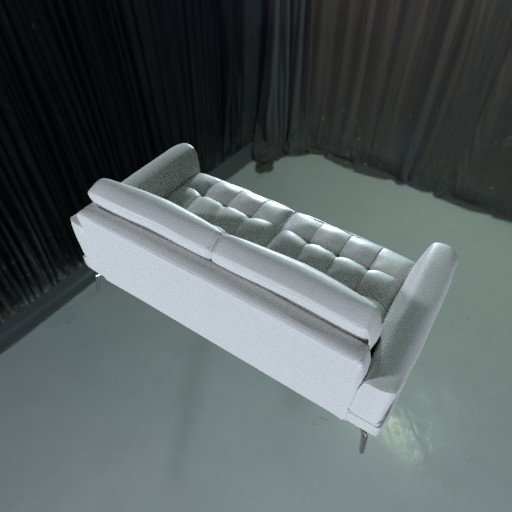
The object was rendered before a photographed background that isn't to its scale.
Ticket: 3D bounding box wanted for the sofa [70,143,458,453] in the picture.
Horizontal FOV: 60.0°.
[{"bbox_3d":[0.000,0.000,2.760,2.177,0.930,1.121,26,51,22],"label":"sofa"}]
